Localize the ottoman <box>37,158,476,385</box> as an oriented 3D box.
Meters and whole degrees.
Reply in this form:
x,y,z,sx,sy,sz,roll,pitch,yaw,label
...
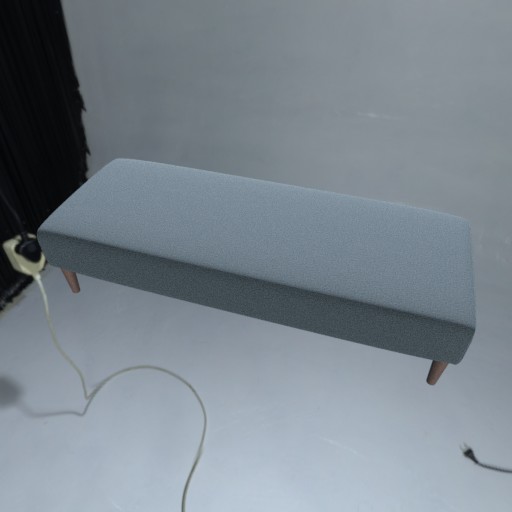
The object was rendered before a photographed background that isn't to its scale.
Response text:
x,y,z,sx,sy,sz,roll,pitch,yaw,label
0.000,0.000,1.847,1.609,0.393,0.646,12,43,13,ottoman
